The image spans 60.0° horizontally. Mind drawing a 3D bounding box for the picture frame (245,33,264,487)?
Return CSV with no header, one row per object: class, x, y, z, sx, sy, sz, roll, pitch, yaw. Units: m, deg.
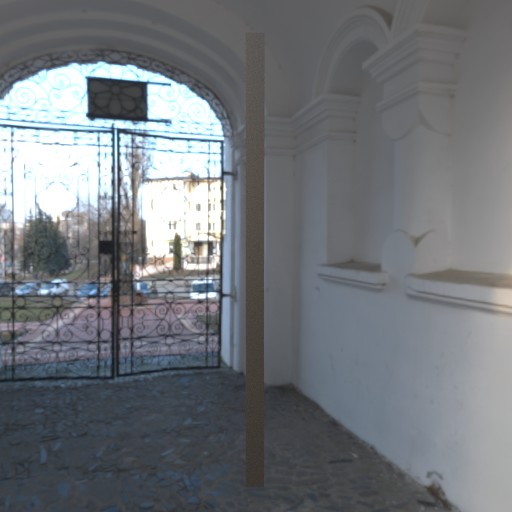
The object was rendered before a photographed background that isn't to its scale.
picture frame,0.000,0.000,1.142,0.032,0.775,0.775,0,2,0
